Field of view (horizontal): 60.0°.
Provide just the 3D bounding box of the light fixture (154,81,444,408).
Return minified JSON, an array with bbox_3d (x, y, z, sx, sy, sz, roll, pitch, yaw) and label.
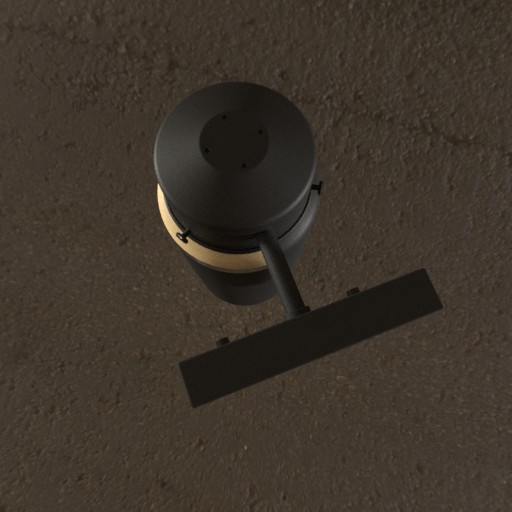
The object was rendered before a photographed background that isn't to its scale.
[{"bbox_3d":[0.000,0.000,0.353,0.130,0.257,0.176,-20,77,-5],"label":"light fixture"}]
